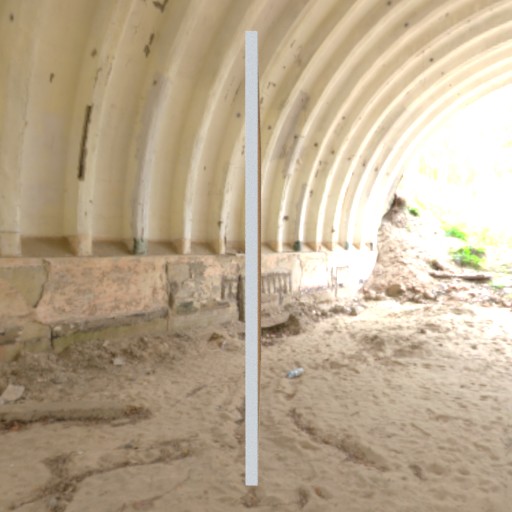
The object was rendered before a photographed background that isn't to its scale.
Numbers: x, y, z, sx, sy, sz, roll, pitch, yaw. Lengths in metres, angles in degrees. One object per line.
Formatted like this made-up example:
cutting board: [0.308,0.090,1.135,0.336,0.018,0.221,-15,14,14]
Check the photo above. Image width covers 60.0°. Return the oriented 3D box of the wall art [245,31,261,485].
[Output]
wall art: [0.000,0.000,0.674,0.012,0.457,0.457,0,1,1]
